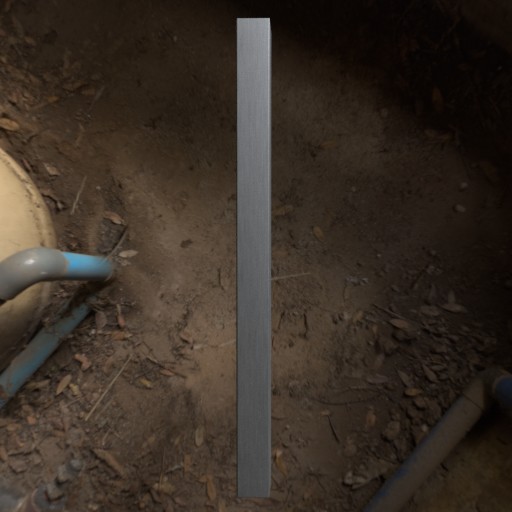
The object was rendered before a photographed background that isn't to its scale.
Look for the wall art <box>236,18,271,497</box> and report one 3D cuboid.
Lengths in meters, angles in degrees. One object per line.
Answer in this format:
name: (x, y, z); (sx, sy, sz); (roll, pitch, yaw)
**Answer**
wall art: (0.000, 0.000, 0.516); (0.028, 0.330, 0.380); (0, 91, 1)
